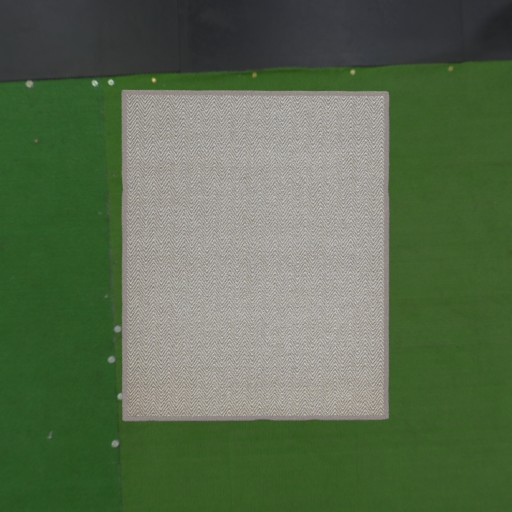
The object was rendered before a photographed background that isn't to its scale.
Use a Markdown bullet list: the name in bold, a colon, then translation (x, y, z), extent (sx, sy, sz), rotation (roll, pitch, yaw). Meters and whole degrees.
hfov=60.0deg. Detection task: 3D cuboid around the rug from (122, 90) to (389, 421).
- **rug**: translation (0.000, 0.000, 4.040), extent (2.434, 0.032, 3.007), rotation (0, 90, -1)
